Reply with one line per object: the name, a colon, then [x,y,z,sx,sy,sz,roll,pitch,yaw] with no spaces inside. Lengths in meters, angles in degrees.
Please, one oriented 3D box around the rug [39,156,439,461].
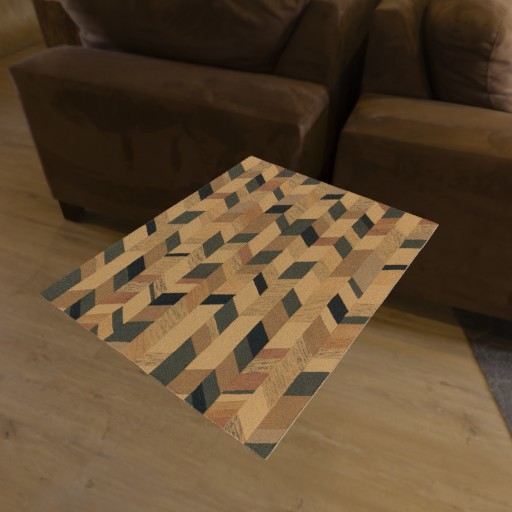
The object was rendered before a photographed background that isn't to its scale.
rug: [0.000,0.000,4.230,2.451,0.011,3.072,26,47,27]
